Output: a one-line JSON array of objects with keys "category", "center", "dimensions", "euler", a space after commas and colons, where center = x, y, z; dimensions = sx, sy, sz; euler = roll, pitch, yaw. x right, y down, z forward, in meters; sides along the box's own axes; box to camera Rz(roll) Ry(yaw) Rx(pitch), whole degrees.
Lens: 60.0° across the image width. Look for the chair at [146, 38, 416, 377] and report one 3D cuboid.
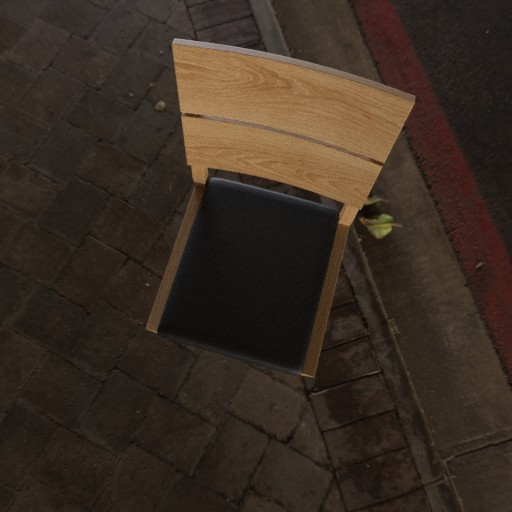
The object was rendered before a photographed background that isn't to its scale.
[{"category": "chair", "center": [0.000, 0.000, 1.240], "dimensions": [0.475, 0.950, 0.569], "euler": [15, 76, 4]}]
